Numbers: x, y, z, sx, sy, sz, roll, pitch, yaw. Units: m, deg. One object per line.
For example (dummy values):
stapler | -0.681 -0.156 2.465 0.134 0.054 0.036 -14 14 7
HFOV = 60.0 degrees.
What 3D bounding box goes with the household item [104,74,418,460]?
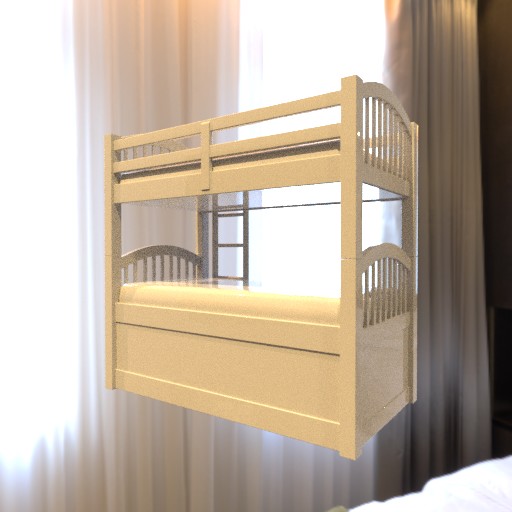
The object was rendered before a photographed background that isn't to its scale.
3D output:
household item | 0.000 0.000 3.269 2.032 2.032 1.143 1 1 35
